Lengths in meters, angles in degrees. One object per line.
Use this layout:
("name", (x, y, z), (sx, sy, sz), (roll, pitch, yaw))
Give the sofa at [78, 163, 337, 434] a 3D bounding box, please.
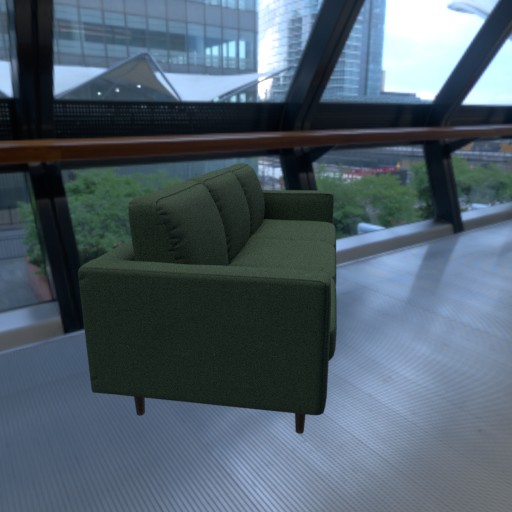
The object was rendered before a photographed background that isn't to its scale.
("sofa", (0.000, 0.000, 2.444), (0.879, 0.899, 2.029), (3, 16, 9))
